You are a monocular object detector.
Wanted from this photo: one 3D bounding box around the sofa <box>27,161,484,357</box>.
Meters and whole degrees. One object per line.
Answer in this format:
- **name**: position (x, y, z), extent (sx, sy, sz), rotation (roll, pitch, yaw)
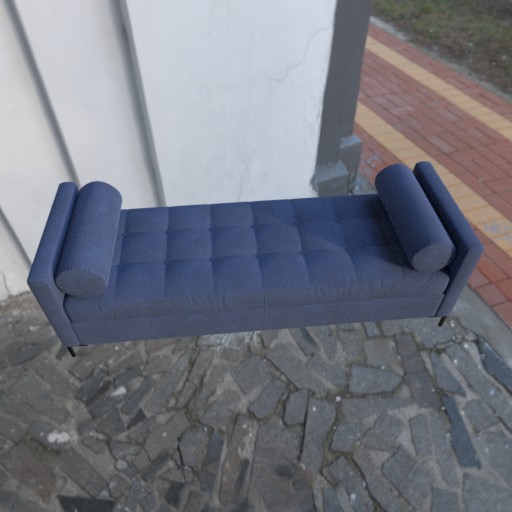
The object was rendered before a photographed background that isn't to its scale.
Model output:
- **sofa**: position (0.000, 0.000, 2.342), extent (1.981, 0.635, 0.686), rotation (-4, 47, -4)
